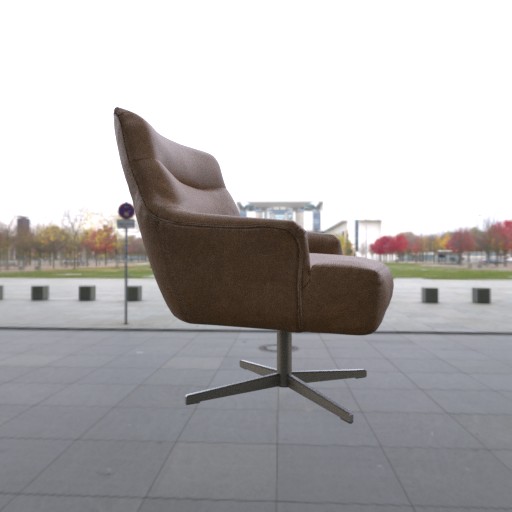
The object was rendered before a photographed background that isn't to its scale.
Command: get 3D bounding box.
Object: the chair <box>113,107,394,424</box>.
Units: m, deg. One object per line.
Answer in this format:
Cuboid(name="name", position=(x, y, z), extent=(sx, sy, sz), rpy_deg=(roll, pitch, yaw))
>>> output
Cuboid(name="chair", position=(0.000, 0.000, 1.474), extent=(0.874, 0.869, 0.729), rpy_deg=(0, 0, 18))
